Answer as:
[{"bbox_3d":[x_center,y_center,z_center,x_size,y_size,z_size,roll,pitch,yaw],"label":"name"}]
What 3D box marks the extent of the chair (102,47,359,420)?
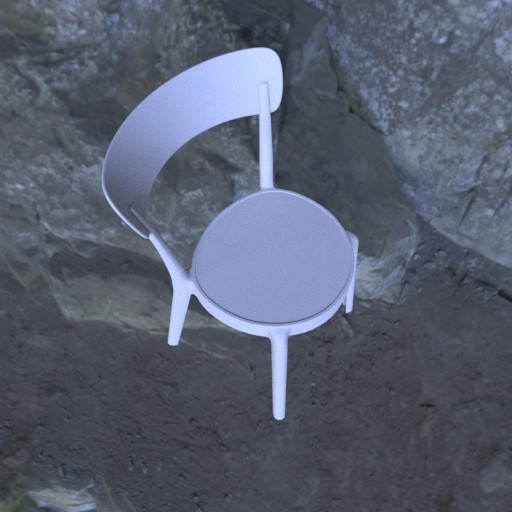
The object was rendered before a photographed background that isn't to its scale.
[{"bbox_3d":[0.000,0.000,1.131,0.491,0.790,0.506,30,63,18],"label":"chair"}]
